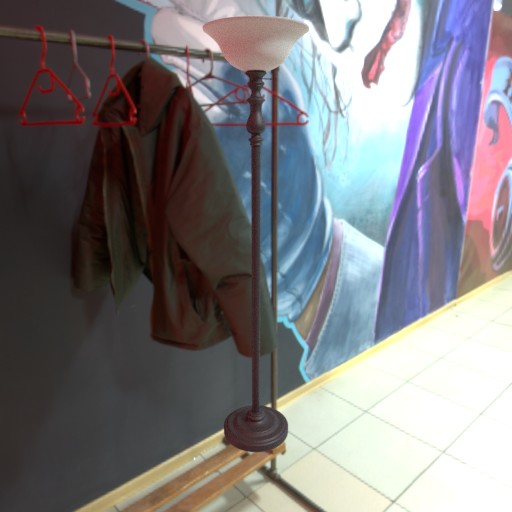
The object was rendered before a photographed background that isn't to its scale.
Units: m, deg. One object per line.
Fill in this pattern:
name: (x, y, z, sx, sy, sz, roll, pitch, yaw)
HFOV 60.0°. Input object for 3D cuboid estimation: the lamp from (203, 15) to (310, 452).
lamp: (0.000, 0.000, 1.931, 0.405, 1.797, 0.405, -3, 16, -9)
